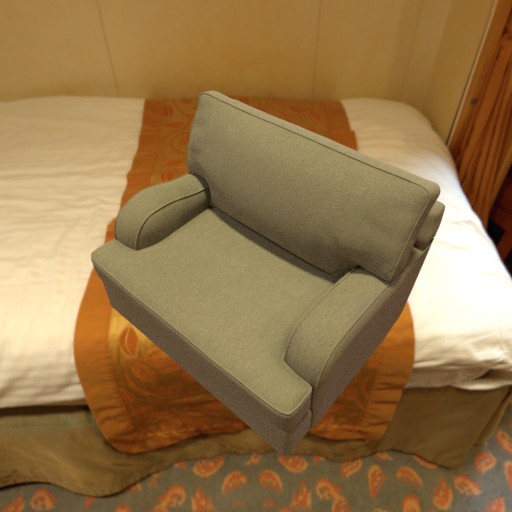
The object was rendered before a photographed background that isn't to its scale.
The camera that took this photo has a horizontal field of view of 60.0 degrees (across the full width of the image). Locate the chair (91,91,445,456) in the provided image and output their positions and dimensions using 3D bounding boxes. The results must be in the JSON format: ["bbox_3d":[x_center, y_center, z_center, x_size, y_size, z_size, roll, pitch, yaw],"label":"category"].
[{"bbox_3d":[0.000,0.000,2.030,1.220,1.016,1.041,32,53,28],"label":"chair"}]
